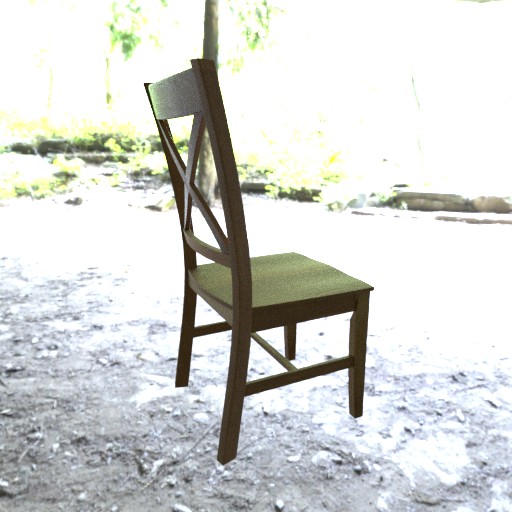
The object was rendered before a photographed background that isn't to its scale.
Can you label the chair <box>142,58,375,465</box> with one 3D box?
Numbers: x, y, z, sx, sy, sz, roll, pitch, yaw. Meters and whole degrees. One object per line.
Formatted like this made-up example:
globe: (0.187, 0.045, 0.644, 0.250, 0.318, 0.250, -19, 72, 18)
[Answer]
chair: (0.000, 0.000, 1.313, 0.542, 0.983, 0.485, -7, 17, -25)
